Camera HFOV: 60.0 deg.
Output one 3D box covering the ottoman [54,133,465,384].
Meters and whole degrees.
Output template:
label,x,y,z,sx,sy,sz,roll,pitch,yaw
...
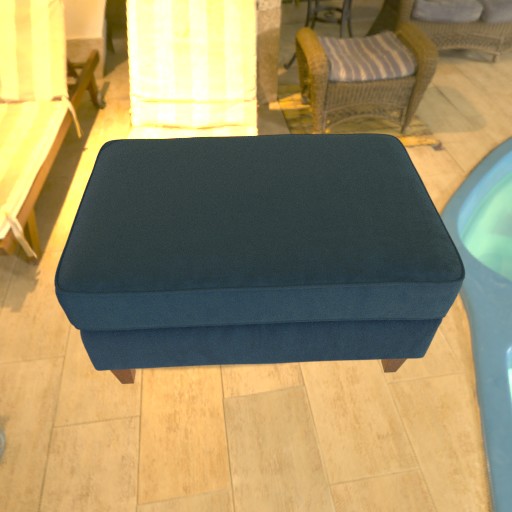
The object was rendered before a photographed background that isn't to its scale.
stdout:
label,x,y,z,sx,sy,sz,roll,pitch,yaw
ottoman,0.000,0.000,1.224,0.862,0.484,0.583,-2,47,-2
